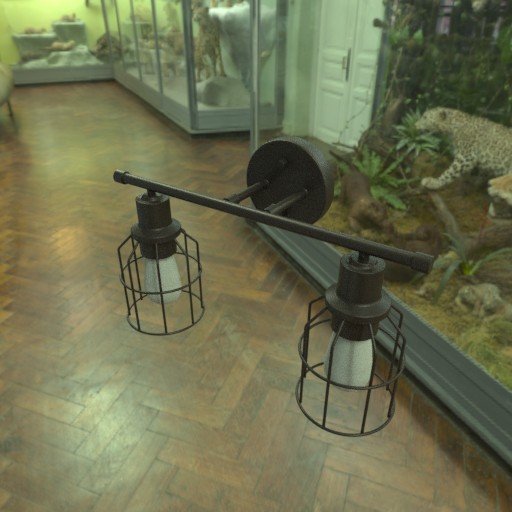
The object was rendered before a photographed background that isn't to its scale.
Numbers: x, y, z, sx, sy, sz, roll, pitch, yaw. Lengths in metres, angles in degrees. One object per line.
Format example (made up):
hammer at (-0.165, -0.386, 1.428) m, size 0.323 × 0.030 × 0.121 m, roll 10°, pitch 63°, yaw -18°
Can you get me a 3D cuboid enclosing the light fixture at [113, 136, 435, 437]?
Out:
light fixture at (0.000, 0.000, 0.537) m, size 0.406 × 0.254 × 0.165 m, roll 19°, pitch 35°, yaw 30°
